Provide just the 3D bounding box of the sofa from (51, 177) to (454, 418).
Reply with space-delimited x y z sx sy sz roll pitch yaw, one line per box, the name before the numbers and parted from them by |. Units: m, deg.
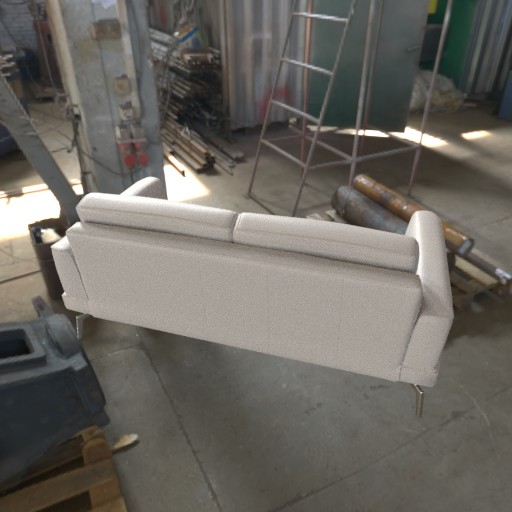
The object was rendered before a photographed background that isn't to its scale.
sofa | 0.000 0.000 2.717 2.177 0.930 1.121 9 34 14
